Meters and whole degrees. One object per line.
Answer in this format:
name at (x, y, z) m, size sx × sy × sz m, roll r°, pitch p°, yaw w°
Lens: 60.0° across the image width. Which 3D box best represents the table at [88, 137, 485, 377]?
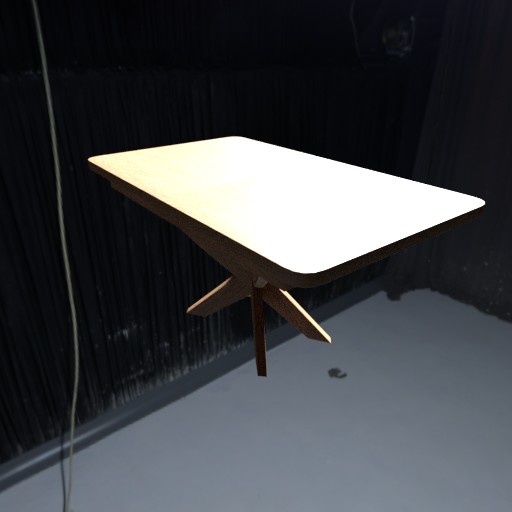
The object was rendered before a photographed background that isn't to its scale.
table at (0.000, 0.000, 2.099) m, size 0.950 × 0.770 × 1.600 m, roll -19°, pitch 32°, yaw -34°
